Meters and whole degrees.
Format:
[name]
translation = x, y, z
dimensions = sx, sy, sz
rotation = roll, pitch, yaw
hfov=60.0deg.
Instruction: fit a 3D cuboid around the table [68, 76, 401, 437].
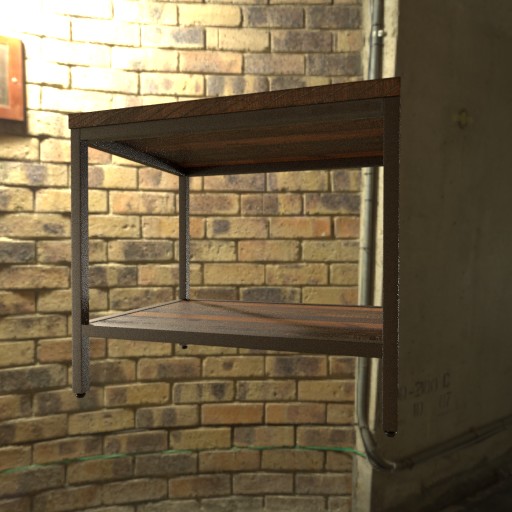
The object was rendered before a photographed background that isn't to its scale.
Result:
[table]
translation = 0.000, 0.000, 1.098
dimensions = 0.678, 0.612, 0.524
rotation = 0, 1, 18
